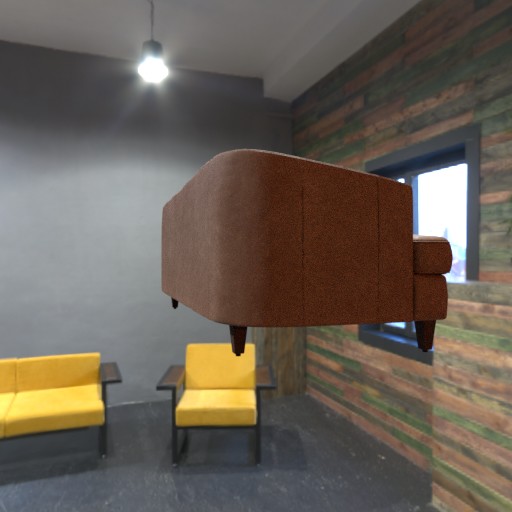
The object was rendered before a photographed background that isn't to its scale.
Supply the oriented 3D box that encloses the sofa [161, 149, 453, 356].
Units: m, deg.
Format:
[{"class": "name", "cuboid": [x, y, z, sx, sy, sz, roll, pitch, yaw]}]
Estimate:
[{"class": "sofa", "cuboid": [0.000, 0.000, 2.662, 0.922, 0.791, 2.257, 0, -1, -18]}]
